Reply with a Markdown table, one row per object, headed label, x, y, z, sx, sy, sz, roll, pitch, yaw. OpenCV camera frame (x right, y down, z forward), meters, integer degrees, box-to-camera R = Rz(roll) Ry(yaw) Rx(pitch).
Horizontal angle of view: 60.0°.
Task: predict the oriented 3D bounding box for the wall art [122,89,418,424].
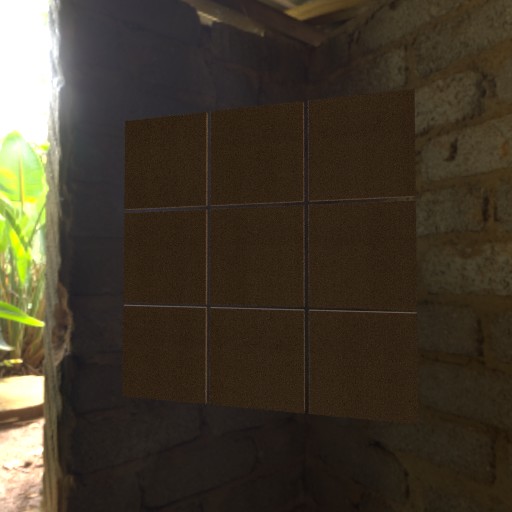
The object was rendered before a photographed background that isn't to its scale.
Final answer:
| label | x | y | z | sx | sy | sz | roll | pitch | yaw |
| --- | --- | --- | --- | --- | --- | --- | --- | --- | --- |
| wall art | 0.000 | 0.000 | 1.790 | 1.219 | 1.218 | 0.013 | -1 | -2 | 17 |
